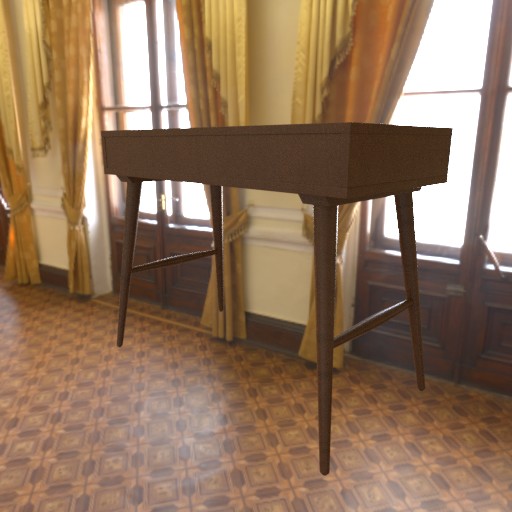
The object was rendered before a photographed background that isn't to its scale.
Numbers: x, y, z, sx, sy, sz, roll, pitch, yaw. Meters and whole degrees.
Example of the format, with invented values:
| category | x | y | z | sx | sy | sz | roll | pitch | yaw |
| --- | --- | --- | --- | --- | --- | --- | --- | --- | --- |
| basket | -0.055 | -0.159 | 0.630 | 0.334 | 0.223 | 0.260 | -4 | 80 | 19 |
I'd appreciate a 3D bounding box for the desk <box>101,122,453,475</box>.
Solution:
| category | x | y | z | sx | sy | sz | roll | pitch | yaw |
| --- | --- | --- | --- | --- | --- | --- | --- | --- | --- |
| desk | 0.000 | 0.000 | 1.381 | 0.949 | 0.758 | 0.510 | 14 | 20 | 43 |
